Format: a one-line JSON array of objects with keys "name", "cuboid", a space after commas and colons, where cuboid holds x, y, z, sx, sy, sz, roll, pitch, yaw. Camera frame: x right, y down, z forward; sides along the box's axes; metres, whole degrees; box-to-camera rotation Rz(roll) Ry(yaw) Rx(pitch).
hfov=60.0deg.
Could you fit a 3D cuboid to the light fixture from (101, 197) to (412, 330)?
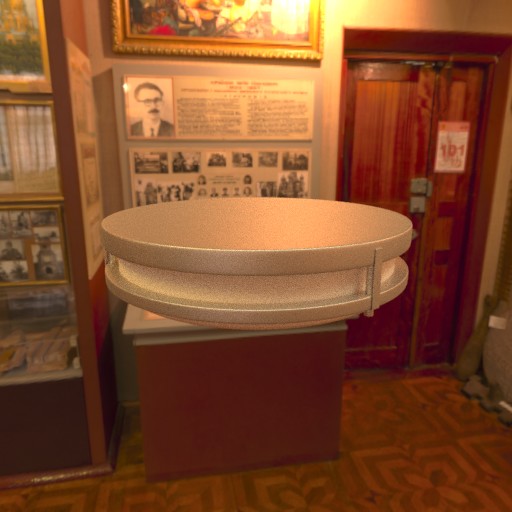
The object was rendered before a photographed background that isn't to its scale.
[{"name": "light fixture", "cuboid": [0.000, 0.000, 0.544, 0.356, 0.102, 0.356, 0, 14, 0]}]
